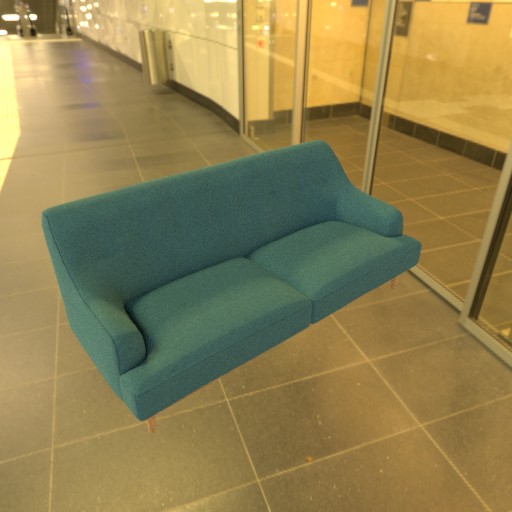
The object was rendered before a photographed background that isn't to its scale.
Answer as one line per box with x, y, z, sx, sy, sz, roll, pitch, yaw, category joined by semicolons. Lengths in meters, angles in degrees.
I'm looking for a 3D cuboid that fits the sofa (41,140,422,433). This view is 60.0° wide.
0.000;0.000;2.615;2.057;0.871;0.978;-22;37;-33;sofa
